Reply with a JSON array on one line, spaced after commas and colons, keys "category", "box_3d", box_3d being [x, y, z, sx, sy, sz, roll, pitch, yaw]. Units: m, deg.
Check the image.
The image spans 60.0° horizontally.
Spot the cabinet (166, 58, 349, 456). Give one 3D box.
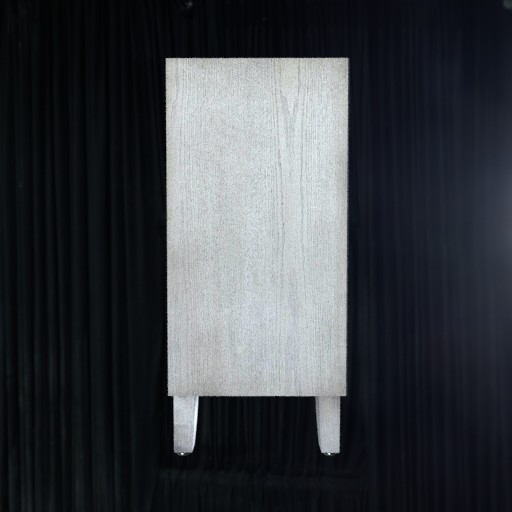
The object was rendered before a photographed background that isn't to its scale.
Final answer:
[{"category": "cabinet", "box_3d": [0.000, 0.000, 1.256, 0.370, 0.787, 0.781, 0, 2, 0]}]
